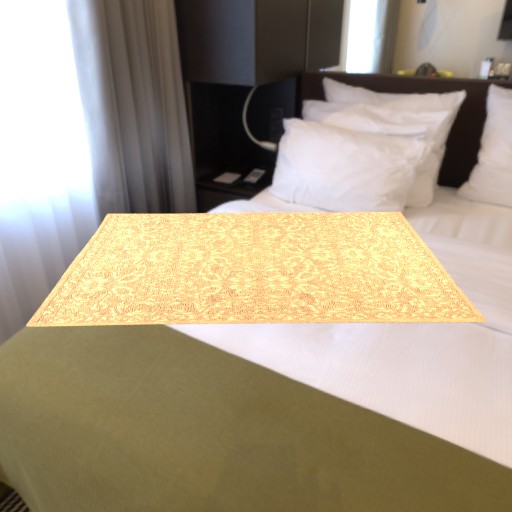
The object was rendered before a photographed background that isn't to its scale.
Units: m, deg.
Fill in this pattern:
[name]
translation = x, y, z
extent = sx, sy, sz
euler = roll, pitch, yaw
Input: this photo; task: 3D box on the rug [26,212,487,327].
[rug]
translation = 0.000, 0.000, 3.006
extent = 2.435, 0.012, 1.529
euler = 0, 28, -1
